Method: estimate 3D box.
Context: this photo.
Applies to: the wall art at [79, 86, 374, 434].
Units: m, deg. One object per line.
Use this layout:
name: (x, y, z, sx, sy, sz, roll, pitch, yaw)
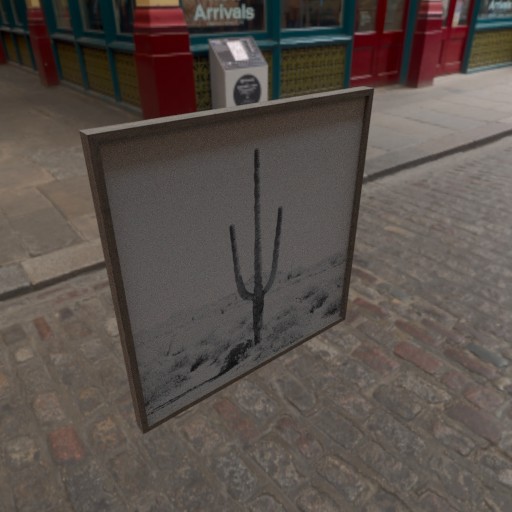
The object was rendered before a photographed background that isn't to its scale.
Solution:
wall art: (0.000, 0.000, 1.160, 0.762, 0.762, 0.038, -21, 36, -33)
